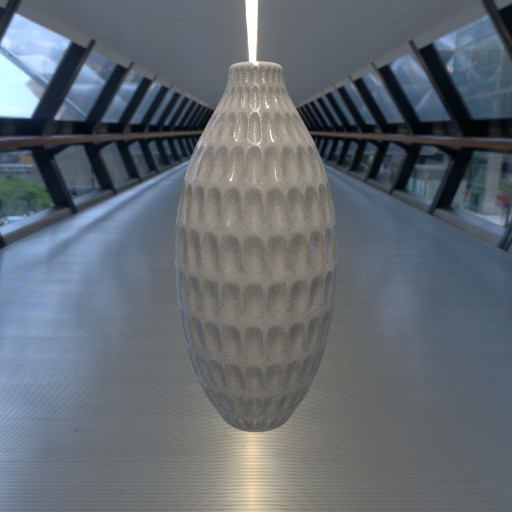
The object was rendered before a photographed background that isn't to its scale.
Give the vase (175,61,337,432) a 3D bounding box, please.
[{"bbox_3d":[0.000,0.000,0.353,0.127,0.282,0.127,0,15,0],"label":"vase"}]
